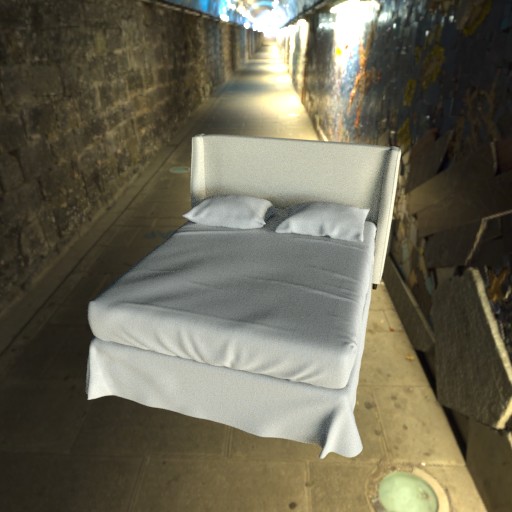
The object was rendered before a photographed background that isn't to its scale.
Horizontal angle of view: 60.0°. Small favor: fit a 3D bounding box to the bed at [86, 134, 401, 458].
[{"bbox_3d":[0.000,0.000,3.396,1.925,1.332,2.276,8,28,15],"label":"bed"}]
